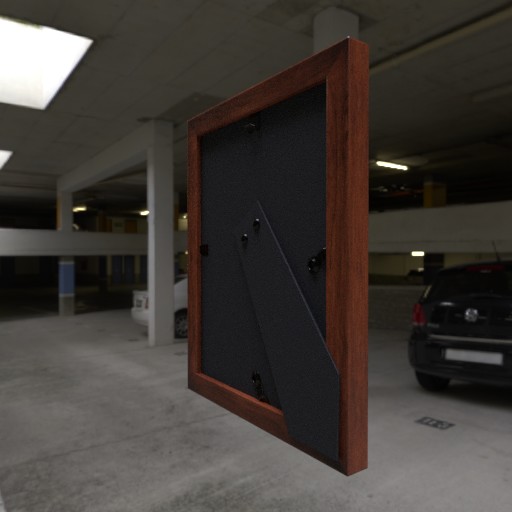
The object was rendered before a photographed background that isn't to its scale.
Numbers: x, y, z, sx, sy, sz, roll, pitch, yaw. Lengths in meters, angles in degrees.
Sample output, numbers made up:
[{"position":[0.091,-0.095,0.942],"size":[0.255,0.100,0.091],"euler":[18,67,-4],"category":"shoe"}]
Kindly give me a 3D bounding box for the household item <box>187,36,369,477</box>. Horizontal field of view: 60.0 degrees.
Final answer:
[{"position":[0.000,0.000,0.337],"size":[0.020,0.250,0.200],"euler":[0,1,-36],"category":"household item"}]
